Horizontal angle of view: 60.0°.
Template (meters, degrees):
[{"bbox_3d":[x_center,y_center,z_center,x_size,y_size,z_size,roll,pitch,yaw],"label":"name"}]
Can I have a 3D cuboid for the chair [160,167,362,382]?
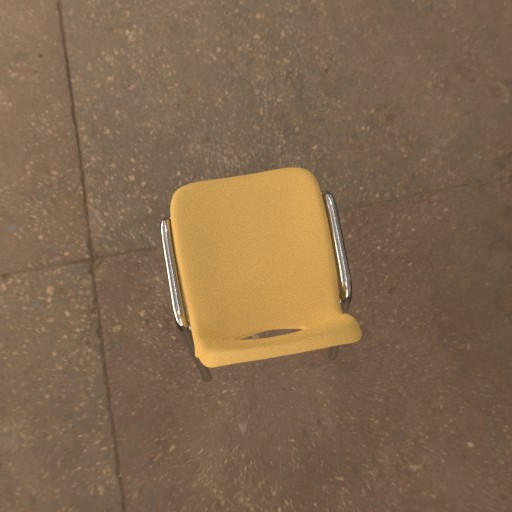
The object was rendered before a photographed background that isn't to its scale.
[{"bbox_3d":[0.000,0.000,0.844,0.354,0.586,0.423,-9,75,-3],"label":"chair"}]
